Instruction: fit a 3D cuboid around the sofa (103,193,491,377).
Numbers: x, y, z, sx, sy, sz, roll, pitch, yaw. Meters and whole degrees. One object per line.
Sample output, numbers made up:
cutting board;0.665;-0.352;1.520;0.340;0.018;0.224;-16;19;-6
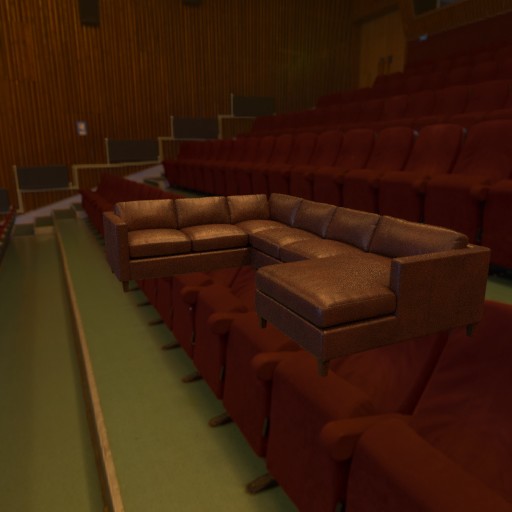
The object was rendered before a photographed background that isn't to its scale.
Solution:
sofa;0.000;0.000;4.420;2.452;0.891;3.324;-7;16;-25
